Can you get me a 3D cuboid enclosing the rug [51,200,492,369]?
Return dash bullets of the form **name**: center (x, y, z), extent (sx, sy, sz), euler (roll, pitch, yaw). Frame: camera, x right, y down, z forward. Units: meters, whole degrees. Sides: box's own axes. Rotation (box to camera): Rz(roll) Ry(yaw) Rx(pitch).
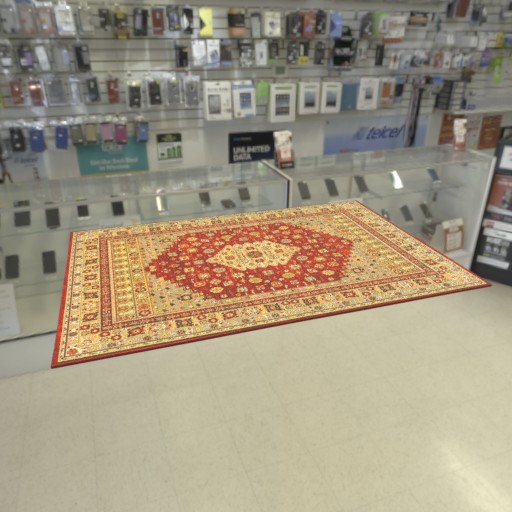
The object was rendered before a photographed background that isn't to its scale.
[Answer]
- **rug**: center (0.000, 0.000, 2.215), extent (1.802, 0.013, 1.194), euler (-8, 27, -16)
